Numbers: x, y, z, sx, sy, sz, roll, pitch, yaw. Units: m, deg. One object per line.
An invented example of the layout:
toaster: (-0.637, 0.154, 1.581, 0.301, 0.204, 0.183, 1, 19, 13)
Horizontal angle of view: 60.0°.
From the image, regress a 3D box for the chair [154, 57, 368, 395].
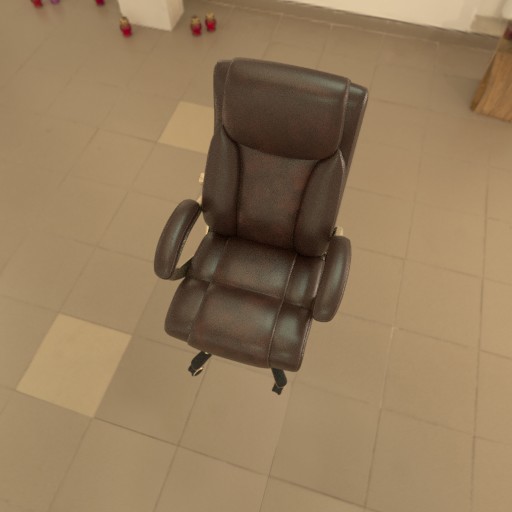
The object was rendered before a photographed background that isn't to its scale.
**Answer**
chair: (0.000, 0.000, 1.693, 0.692, 1.194, 0.749, 14, 61, 8)
